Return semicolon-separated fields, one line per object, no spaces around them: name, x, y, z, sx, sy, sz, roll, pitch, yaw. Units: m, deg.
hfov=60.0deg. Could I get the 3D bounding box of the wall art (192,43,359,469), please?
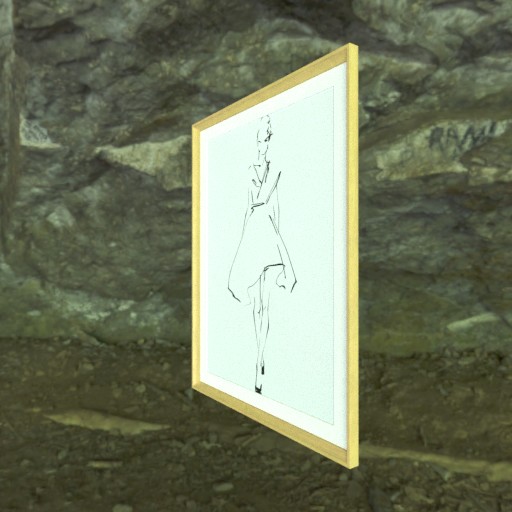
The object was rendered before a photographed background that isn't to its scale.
wall art;0.000;0.000;1.374;0.030;1.002;0.798;0;0;-36
